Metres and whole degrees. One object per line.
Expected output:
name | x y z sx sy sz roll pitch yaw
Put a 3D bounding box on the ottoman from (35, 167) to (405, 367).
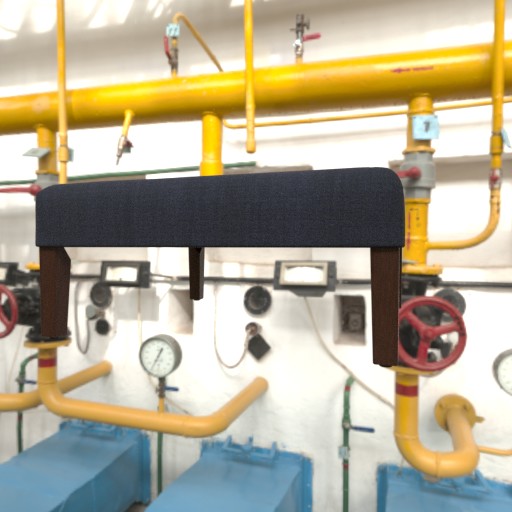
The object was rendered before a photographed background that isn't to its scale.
ottoman | 0.000 0.000 1.395 0.889 0.411 0.890 0 1 19
